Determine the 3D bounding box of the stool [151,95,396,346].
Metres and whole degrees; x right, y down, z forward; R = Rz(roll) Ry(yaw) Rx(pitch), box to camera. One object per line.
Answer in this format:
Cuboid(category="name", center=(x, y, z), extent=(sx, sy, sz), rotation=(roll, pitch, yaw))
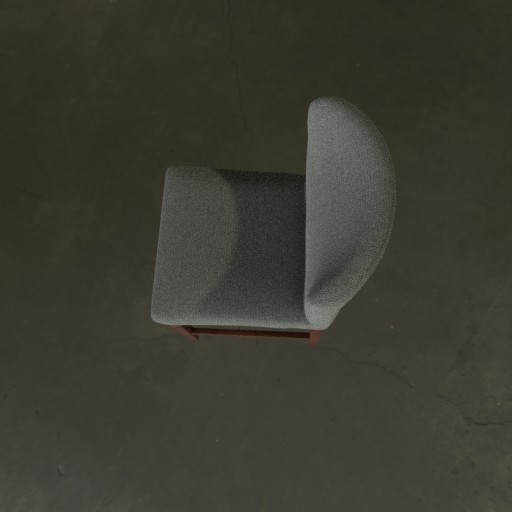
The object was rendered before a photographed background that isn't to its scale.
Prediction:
Cuboid(category="stool", center=(0.000, 0.000, 1.398), extent=(0.568, 1.069, 0.486), rotation=(2, 74, 1))
